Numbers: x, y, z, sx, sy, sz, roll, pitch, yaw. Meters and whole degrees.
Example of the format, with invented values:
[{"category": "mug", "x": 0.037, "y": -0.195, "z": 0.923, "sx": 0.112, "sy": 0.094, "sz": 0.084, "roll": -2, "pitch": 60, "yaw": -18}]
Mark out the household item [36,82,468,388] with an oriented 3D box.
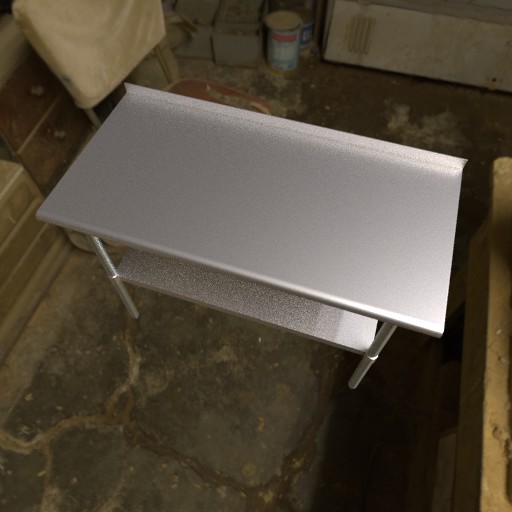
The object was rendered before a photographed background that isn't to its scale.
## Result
[{"category": "household item", "x": 0.000, "y": 0.000, "z": 1.723, "sx": 1.219, "sy": 0.851, "sz": 0.610, "roll": 16, "pitch": 59, "yaw": 10}]
